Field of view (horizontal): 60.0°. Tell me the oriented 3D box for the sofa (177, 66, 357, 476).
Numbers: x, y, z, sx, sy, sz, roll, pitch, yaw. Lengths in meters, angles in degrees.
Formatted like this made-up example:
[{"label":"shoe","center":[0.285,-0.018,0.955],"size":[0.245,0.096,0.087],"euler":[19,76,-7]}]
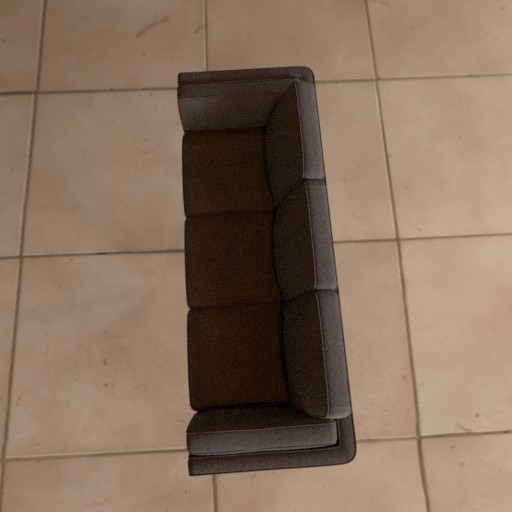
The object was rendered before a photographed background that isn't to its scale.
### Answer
[{"label":"sofa","center":[0.000,0.000,2.745],"size":[0.903,0.899,2.362],"euler":[-4,76,-1]}]
